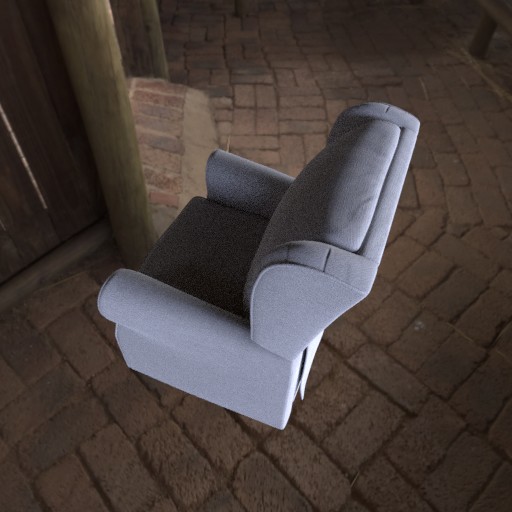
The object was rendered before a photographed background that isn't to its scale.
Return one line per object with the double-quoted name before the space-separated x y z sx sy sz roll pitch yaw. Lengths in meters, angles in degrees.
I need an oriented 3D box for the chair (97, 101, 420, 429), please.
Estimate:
"chair" 0.000 0.000 1.638 0.854 0.966 0.906 17 50 15
